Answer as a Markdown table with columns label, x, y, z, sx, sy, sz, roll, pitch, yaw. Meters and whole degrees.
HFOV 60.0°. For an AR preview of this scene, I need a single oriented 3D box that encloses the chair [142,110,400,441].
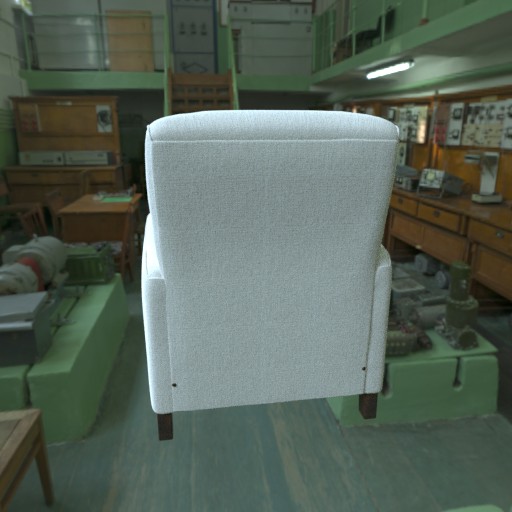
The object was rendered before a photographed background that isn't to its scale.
| label | x | y | z | sx | sy | sz | roll | pitch | yaw |
| --- | --- | --- | --- | --- | --- | --- | --- | --- | --- |
| chair | 0.000 | 0.000 | 1.678 | 0.841 | 1.028 | 0.858 | -3 | 17 | -9 |
